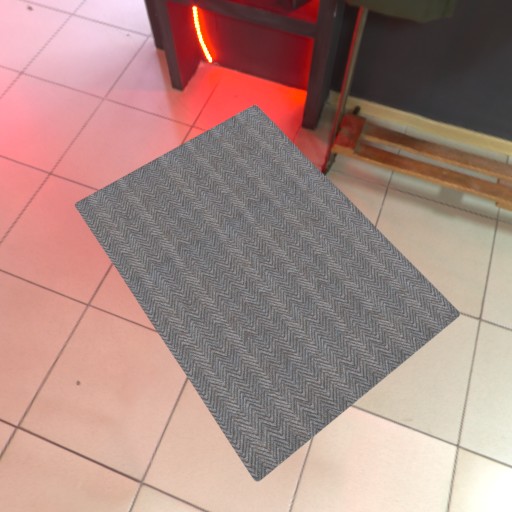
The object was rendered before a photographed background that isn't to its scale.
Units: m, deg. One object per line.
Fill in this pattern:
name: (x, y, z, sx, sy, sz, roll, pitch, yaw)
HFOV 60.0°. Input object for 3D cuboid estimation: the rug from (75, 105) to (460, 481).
rug: (0.000, 0.000, 5.361, 2.894, 0.011, 3.957, -33, 69, -15)
